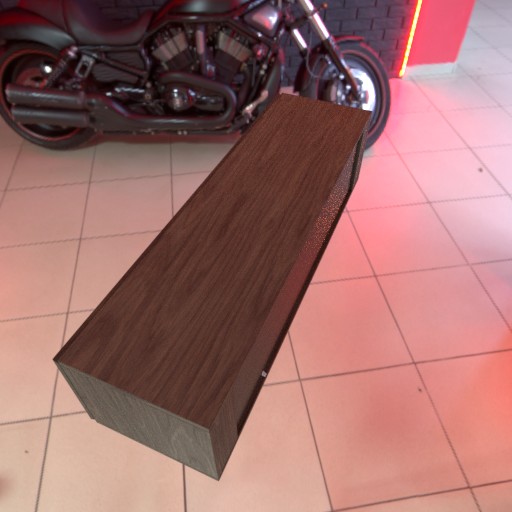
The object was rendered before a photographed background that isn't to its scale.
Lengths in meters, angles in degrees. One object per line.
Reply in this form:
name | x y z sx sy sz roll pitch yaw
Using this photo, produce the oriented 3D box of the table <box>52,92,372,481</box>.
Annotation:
table | 0.000 0.000 1.577 0.405 0.508 1.397 18 49 16
